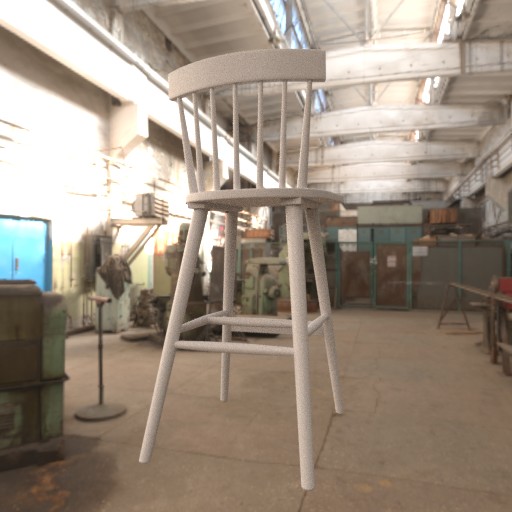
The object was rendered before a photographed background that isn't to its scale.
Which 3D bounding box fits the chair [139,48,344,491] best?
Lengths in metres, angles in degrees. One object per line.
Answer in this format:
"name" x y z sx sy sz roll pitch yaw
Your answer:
"chair" 0.000 0.000 1.363 0.483 1.092 0.572 0 -1 18
